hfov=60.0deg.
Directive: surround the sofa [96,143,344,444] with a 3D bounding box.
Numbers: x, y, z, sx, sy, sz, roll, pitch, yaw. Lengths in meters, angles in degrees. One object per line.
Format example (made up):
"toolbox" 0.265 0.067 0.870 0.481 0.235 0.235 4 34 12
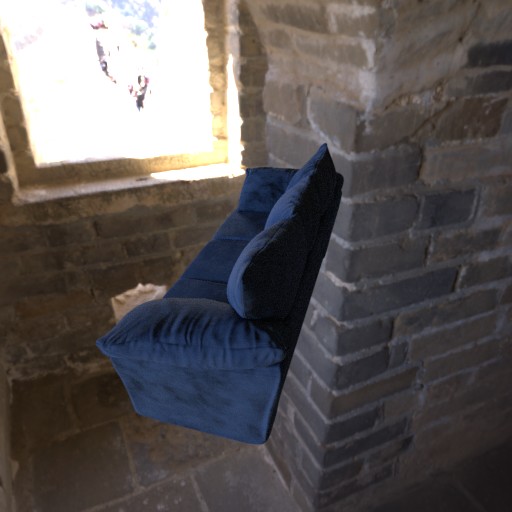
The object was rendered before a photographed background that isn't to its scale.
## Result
"sofa" 0.000 0.000 2.934 0.907 1.091 2.390 8 31 14
